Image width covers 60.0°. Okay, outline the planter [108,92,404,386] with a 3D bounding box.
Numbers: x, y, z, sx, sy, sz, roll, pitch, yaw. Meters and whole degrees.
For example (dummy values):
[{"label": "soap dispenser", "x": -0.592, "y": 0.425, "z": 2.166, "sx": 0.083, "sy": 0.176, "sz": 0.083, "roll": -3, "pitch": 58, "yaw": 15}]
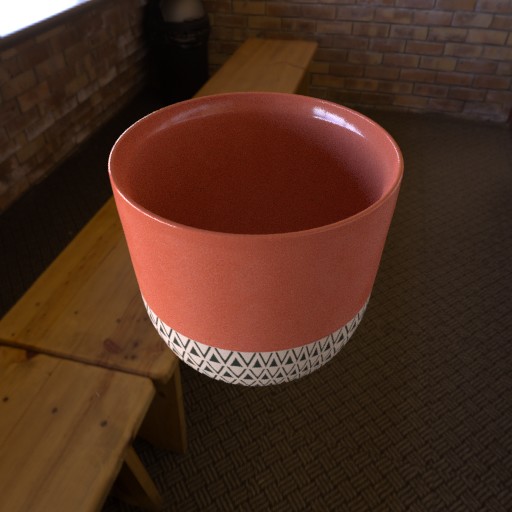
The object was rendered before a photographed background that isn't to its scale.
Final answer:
[{"label": "planter", "x": 0.000, "y": 0.000, "z": 0.499, "sx": 0.266, "sy": 0.270, "sz": 0.266, "roll": 0, "pitch": 42, "yaw": 0}]
